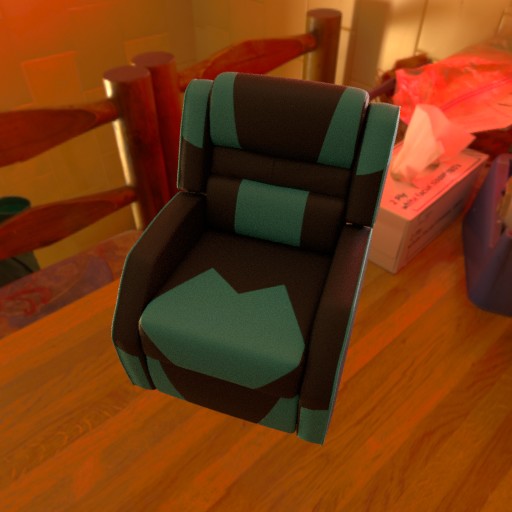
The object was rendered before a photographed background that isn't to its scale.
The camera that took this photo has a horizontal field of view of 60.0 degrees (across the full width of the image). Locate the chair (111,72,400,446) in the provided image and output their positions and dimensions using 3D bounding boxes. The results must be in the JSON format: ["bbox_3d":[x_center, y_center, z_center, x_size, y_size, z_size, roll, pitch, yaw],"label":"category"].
[{"bbox_3d":[0.000,0.000,1.284,0.620,0.805,0.672,13,44,14],"label":"chair"}]
